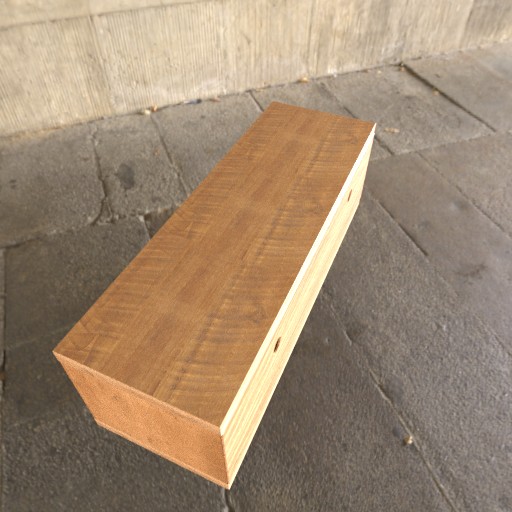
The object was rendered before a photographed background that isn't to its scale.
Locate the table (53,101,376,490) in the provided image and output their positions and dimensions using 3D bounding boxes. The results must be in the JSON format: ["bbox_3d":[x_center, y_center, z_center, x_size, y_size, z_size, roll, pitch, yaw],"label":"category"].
[{"bbox_3d":[0.000,0.000,1.743,0.499,0.491,1.499,18,49,17],"label":"table"}]
